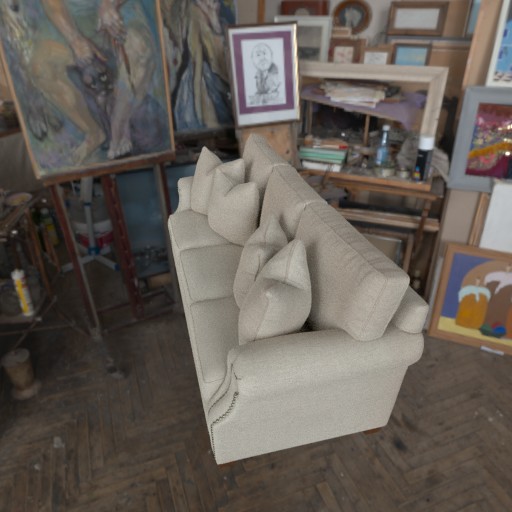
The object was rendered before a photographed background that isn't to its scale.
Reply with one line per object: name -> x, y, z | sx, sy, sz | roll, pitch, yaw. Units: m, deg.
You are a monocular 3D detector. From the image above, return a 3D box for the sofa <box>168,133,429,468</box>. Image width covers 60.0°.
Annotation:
sofa -> 0.000, 0.000, 2.789 | 0.965, 0.975, 2.312 | -7, 31, -13
